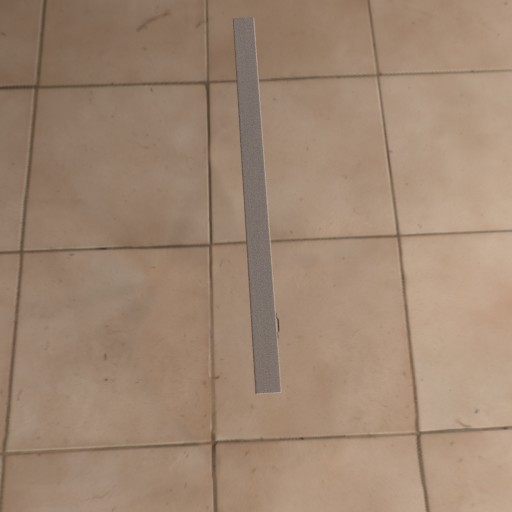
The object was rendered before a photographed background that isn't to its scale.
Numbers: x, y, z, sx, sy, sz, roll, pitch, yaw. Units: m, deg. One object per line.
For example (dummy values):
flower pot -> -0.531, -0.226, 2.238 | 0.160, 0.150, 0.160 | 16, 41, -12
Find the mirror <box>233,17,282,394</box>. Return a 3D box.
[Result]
mirror -> 0.000, 0.000, 1.123 | 0.040, 0.915, 0.609 | -4, 76, -1
